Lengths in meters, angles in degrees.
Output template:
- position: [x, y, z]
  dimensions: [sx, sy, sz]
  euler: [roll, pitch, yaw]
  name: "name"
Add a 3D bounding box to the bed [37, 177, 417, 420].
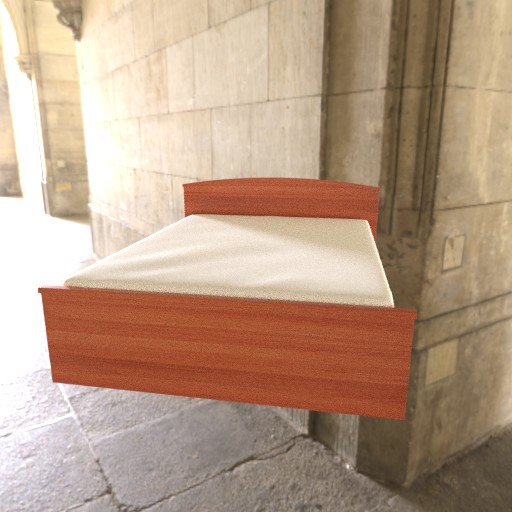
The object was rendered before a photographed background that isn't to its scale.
- position: [0.000, 0.000, 2.902]
  dimensions: [1.683, 0.848, 2.053]
  euler: [3, 15, 10]
  name: "bed"
